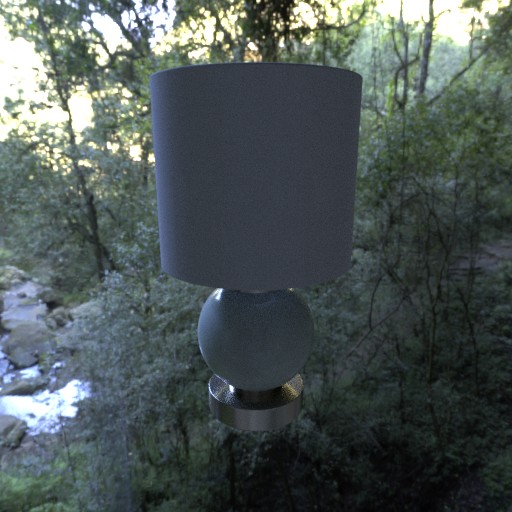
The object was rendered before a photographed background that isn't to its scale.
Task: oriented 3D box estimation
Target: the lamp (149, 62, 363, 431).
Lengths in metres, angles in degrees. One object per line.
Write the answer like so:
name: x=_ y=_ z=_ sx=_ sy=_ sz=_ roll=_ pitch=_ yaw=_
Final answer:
lamp: x=0.000 y=0.000 z=0.472 sx=0.201 sy=0.353 sz=0.201 roll=-2 pitch=15 yaw=-9
